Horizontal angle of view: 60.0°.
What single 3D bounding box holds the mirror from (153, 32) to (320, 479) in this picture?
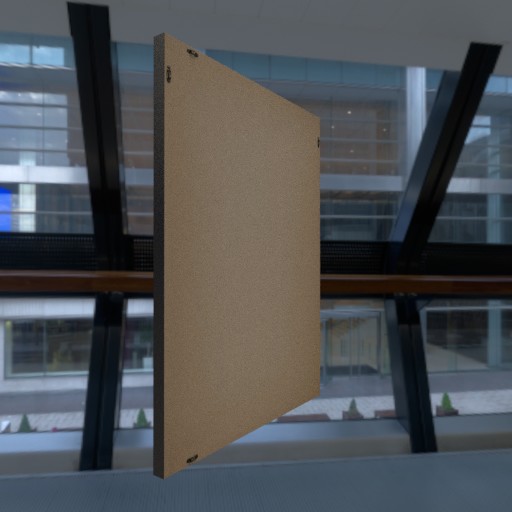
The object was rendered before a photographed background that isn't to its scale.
[{"bbox_3d":[0.000,0.000,1.326,0.041,1.016,0.762,0,0,36],"label":"mirror"}]
